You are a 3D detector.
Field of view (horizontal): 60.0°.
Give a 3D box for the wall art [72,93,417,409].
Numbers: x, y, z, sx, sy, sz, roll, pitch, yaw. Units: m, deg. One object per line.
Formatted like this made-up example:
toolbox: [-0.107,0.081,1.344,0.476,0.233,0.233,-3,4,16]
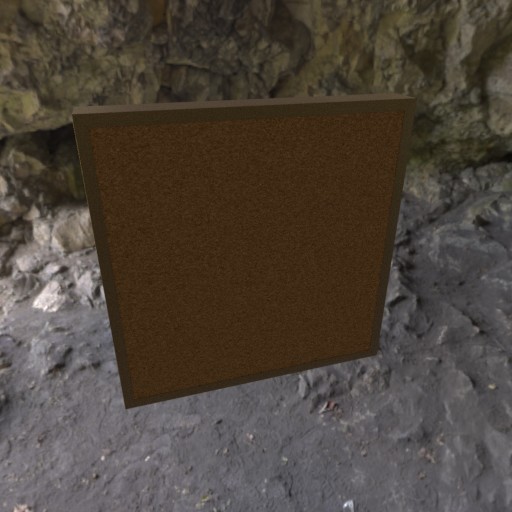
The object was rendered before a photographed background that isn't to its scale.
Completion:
wall art: [0.000,0.000,0.461,0.304,0.305,0.038,-8,28,-15]
